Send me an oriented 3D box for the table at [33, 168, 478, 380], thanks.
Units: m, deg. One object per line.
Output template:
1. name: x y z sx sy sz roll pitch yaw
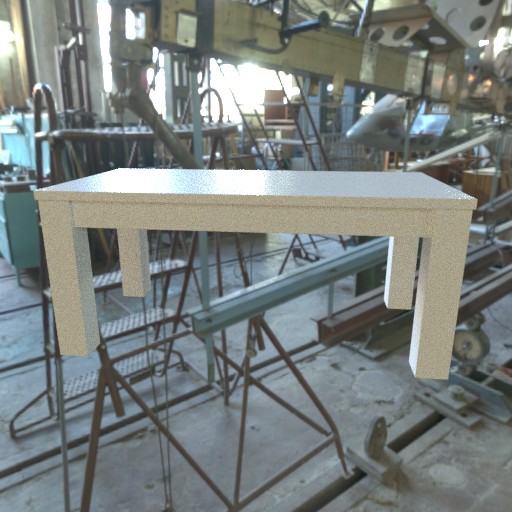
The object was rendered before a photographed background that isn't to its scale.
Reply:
1. table: 0.000 0.000 2.324 1.800 0.790 0.900 2 17 7
